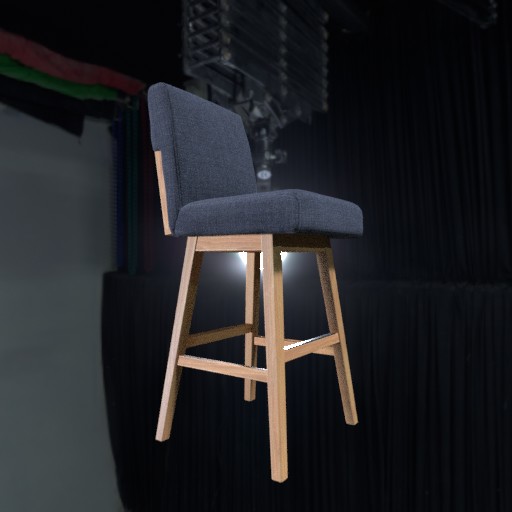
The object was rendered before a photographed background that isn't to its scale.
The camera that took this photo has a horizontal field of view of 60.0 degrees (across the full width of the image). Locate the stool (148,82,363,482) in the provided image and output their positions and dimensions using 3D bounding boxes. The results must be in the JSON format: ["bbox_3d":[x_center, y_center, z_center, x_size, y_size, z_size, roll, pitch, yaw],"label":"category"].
[{"bbox_3d":[0.000,0.000,1.422,0.570,1.112,0.483,0,0,35],"label":"stool"}]
